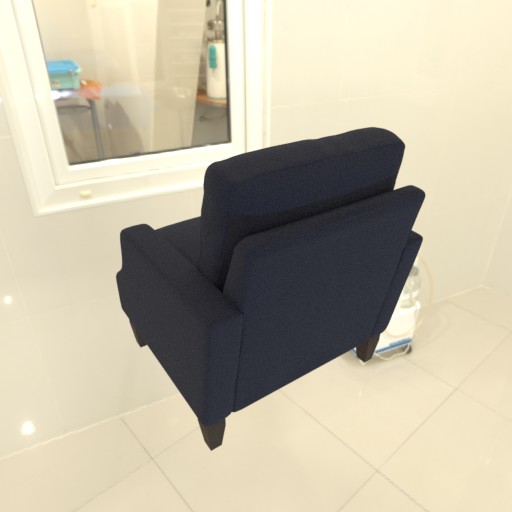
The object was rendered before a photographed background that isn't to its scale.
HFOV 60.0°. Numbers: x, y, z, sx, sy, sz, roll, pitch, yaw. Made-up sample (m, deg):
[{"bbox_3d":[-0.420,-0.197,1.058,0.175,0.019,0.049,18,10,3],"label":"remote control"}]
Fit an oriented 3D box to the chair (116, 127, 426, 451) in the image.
[{"bbox_3d":[0.000,0.000,1.666,0.855,0.991,0.897,-19,35,-29],"label":"chair"}]
